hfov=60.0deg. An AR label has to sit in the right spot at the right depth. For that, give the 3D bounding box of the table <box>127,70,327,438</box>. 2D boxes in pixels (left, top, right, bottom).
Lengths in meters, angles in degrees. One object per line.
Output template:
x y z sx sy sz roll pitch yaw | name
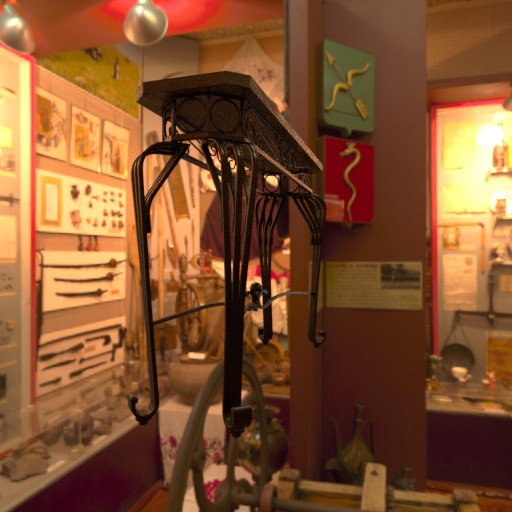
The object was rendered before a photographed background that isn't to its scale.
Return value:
0.000 0.000 1.503 0.329 0.800 1.112 0 0 18 | table
